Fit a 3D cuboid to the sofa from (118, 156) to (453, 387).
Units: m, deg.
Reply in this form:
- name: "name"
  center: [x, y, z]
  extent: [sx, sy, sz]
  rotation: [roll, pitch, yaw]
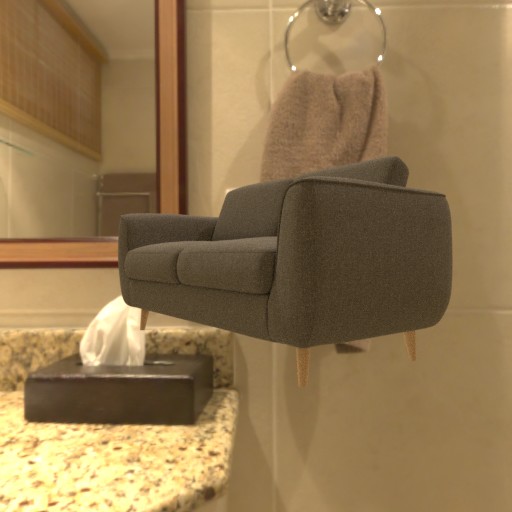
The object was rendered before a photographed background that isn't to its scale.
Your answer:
- name: "sofa"
  center: [0.000, 0.000, 2.228]
  extent: [0.920, 0.870, 1.700]
  rotation: [0, 0, -36]
